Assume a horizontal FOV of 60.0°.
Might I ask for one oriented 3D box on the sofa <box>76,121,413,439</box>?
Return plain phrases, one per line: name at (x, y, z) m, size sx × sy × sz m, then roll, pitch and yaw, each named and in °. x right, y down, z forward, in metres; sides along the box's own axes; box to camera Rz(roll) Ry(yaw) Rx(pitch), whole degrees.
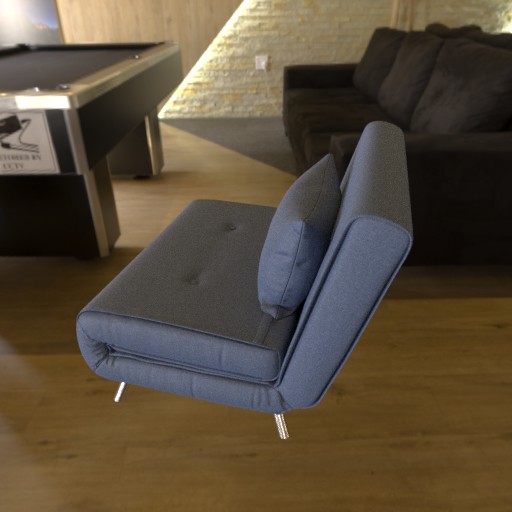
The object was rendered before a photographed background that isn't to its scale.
sofa at (0.000, 0.000, 1.703) m, size 0.996 × 0.860 × 0.999 m, roll 8°, pitch 31°, yaw 13°
